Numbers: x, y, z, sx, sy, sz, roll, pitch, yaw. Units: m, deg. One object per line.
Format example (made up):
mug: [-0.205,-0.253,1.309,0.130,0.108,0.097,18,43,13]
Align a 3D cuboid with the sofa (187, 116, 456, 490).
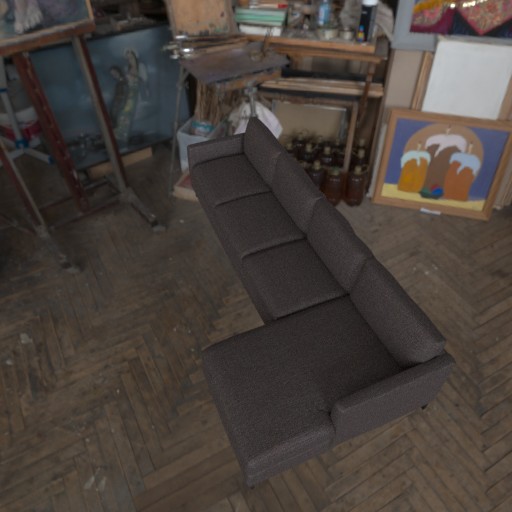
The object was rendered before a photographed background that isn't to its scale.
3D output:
sofa: [0.000,0.000,3.801,1.483,0.892,3.221,-17,48,-16]
